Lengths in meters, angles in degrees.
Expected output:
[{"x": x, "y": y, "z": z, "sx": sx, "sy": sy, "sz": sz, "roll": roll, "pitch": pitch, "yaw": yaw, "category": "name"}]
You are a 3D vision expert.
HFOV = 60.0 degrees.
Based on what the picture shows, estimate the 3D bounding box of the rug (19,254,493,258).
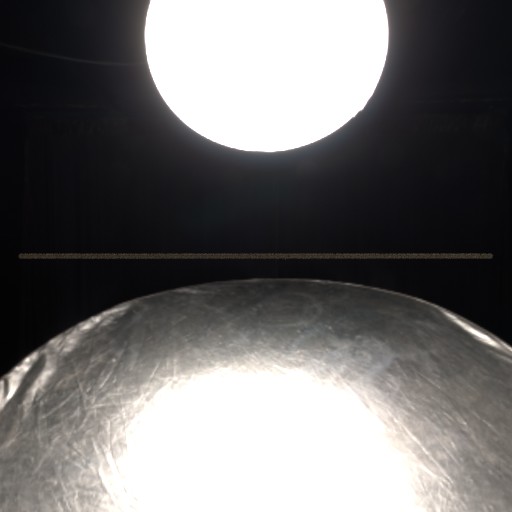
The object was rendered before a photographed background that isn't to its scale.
[{"x": 0.000, "y": 0.000, "z": 3.421, "sx": 2.699, "sy": 0.025, "sz": 1.800, "roll": 0, "pitch": 0, "yaw": 0, "category": "rug"}]
